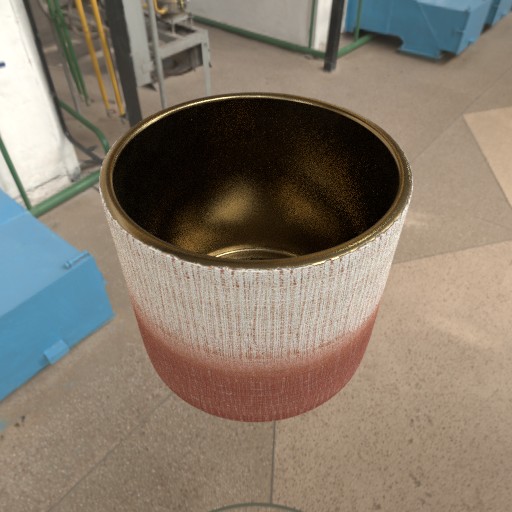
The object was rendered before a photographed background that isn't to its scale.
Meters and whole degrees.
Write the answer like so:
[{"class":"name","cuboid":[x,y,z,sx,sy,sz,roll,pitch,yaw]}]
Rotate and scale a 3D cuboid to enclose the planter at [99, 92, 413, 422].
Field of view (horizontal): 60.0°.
[{"class":"planter","cuboid":[0.000,0.000,0.308,0.178,0.157,0.178,0,45,0]}]
